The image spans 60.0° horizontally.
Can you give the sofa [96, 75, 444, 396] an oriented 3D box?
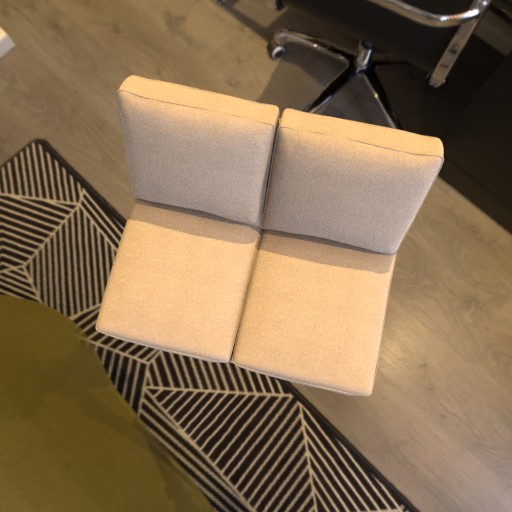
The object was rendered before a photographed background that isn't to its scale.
[{"bbox_3d":[0.000,0.000,1.960,1.232,1.006,0.978,13,76,3],"label":"sofa"}]
